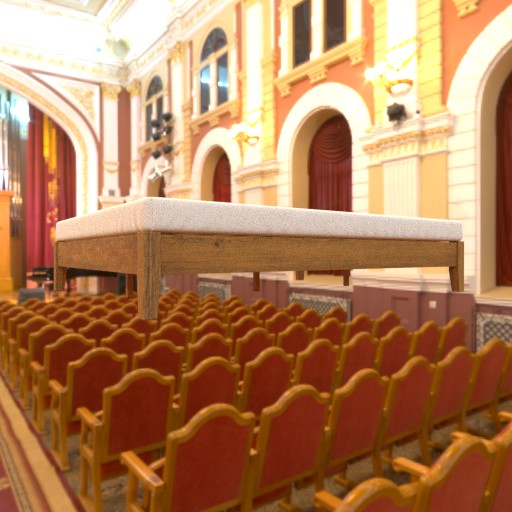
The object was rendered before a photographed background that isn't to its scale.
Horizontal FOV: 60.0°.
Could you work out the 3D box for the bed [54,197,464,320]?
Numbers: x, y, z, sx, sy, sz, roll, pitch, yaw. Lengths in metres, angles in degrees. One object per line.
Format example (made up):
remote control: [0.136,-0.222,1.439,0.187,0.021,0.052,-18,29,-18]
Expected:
bed: [0.000,0.000,2.722,2.016,0.431,1.536,0,0,-35]
